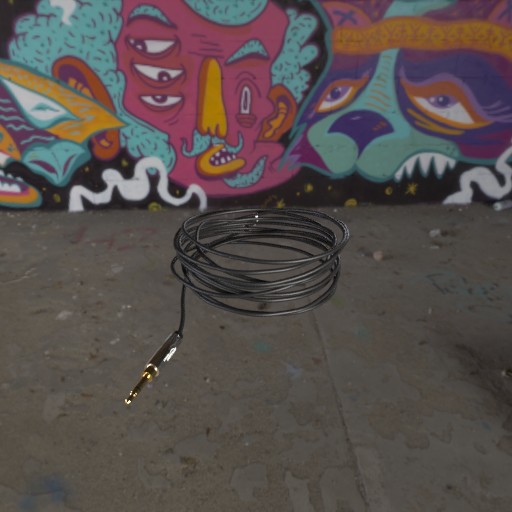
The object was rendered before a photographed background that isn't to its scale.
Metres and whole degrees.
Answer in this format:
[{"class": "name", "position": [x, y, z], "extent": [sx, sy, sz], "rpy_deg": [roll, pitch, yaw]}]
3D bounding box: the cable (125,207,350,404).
[{"class": "cable", "position": [0.000, 0.000, 0.499], "extent": [0.198, 0.069, 0.432], "rpy_deg": [8, 28, 15]}]
